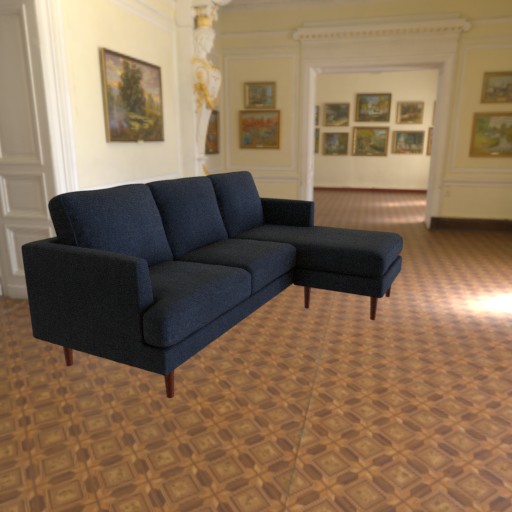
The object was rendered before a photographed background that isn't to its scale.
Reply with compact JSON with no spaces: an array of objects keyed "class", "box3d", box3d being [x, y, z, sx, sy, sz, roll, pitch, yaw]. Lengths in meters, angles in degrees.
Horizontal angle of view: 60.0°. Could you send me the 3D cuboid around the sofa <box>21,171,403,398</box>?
[{"class":"sofa","box3d":[0.000,0.000,2.869,1.504,0.956,2.233,7,16,26]}]
